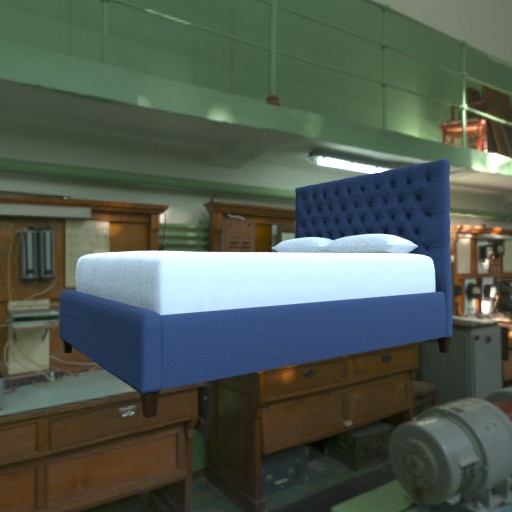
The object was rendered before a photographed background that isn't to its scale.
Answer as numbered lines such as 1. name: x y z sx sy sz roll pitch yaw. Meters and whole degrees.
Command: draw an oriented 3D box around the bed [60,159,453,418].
1. bed: 0.000 0.000 3.278 2.387 1.427 1.706 0 0 -35
